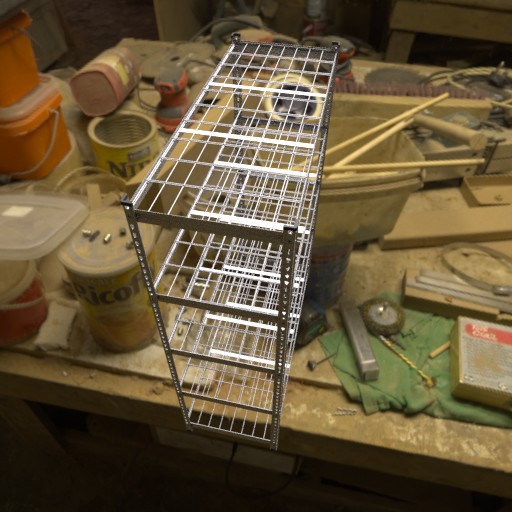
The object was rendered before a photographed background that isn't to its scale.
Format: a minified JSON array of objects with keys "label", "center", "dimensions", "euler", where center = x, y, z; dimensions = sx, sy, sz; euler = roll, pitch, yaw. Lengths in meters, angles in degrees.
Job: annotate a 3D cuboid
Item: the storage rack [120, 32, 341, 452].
[{"label":"storage rack","center":[0.000,0.000,2.682],"dimensions":[0.610,1.981,1.524],"euler":[9,48,9]}]
